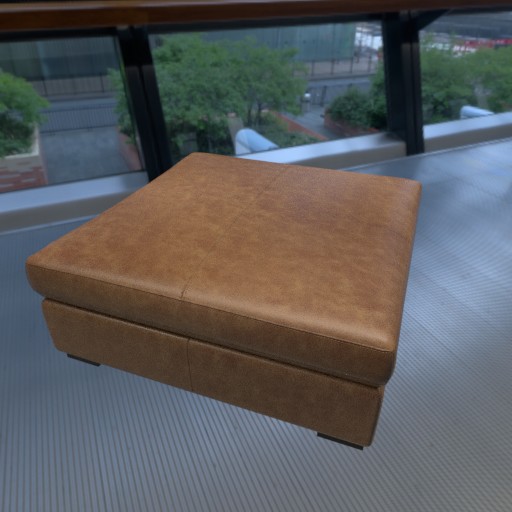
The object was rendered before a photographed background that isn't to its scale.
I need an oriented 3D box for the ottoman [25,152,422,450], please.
[{"bbox_3d":[0.000,0.000,1.789,1.168,0.483,1.169,11,33,18],"label":"ottoman"}]
